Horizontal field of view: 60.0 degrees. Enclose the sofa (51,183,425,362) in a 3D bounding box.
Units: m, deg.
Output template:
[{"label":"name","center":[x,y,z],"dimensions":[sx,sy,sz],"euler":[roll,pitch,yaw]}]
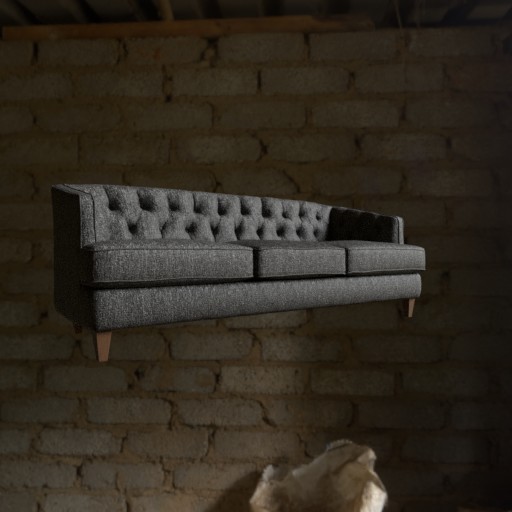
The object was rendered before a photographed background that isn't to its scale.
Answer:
[{"label":"sofa","center":[0.000,0.000,2.758],"dimensions":[2.278,0.855,0.941],"euler":[-1,1,-36]}]
